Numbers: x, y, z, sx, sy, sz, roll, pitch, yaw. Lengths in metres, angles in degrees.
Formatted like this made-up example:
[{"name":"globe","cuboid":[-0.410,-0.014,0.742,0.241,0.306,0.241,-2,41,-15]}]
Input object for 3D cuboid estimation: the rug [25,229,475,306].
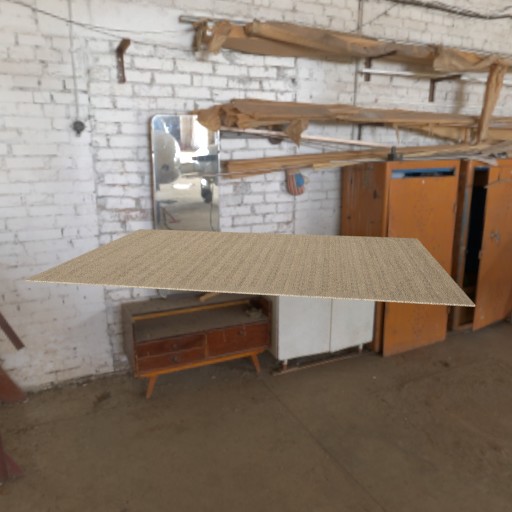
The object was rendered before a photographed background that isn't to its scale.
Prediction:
[{"name":"rug","cuboid":[0.000,0.000,2.240,1.752,0.006,1.142,2,14,9]}]
